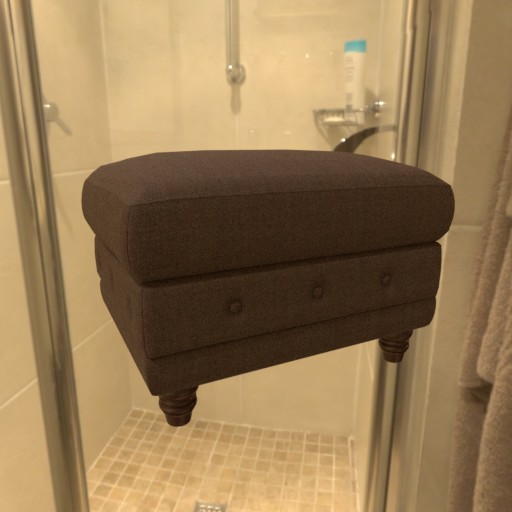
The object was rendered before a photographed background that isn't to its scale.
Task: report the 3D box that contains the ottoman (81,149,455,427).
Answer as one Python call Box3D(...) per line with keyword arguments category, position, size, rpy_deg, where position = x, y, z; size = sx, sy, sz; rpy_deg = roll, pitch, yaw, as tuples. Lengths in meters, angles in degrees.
Box3D(category="ottoman", position=(0.000, 0.000, 1.195), size=(0.809, 0.555, 0.599), rpy_deg=(-7, 16, -26))
